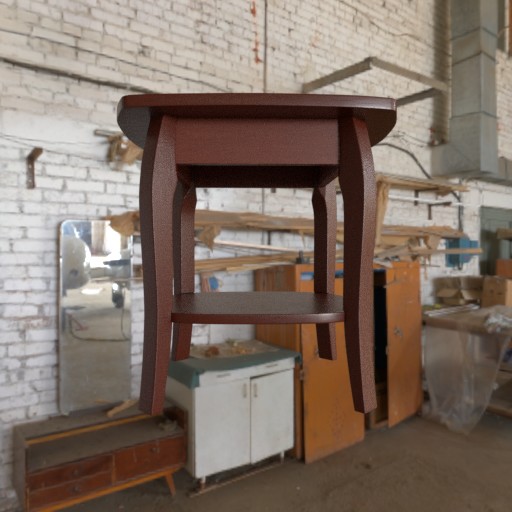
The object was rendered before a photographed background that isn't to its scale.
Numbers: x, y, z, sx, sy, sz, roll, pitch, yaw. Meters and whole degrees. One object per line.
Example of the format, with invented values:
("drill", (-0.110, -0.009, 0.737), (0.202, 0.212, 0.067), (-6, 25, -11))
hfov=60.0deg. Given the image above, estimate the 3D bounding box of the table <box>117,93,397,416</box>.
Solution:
("table", (0.000, 0.000, 0.882), (0.502, 0.496, 0.433), (0, 1, -1))
